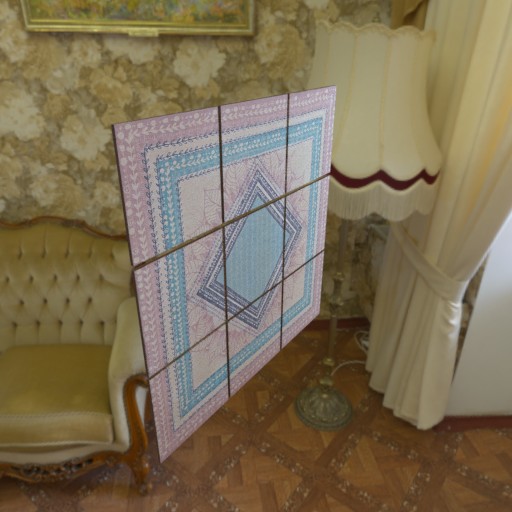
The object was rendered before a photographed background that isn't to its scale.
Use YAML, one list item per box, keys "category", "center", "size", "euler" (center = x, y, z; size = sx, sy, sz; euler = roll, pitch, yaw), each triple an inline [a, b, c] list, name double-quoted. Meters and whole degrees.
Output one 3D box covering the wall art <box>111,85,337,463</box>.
- category: "wall art"
  center: [0.000, 0.000, 2.270]
  size: [0.014, 1.525, 1.527]
  euler: [18, 31, 32]
